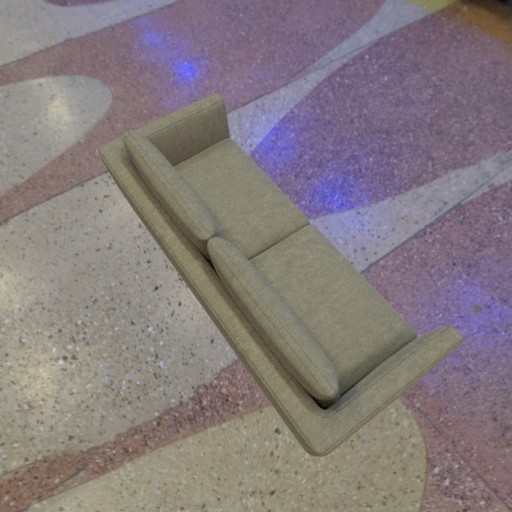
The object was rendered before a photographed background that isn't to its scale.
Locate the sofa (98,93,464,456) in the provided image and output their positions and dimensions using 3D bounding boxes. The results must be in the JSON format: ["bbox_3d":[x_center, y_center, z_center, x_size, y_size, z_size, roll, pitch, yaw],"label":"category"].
[{"bbox_3d":[0.000,0.000,2.572,0.889,0.864,2.121,-31,64,-17],"label":"sofa"}]
